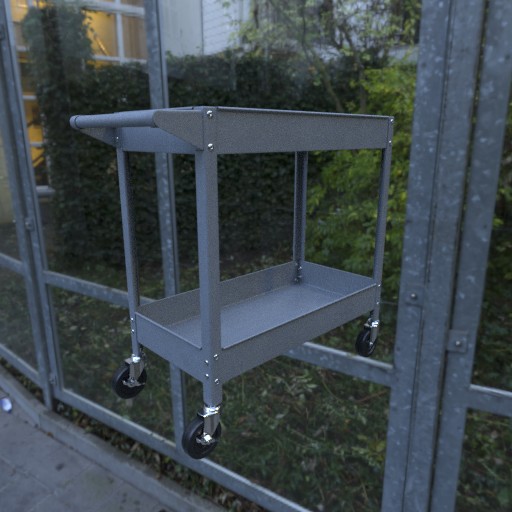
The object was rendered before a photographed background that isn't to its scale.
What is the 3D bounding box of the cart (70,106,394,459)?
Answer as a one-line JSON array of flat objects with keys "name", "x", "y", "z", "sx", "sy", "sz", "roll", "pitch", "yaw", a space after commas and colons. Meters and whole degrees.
[{"name": "cart", "x": 0.000, "y": 0.000, "z": 1.179, "sx": 0.779, "sy": 0.719, "sz": 0.366, "roll": -14, "pitch": 21, "yaw": -42}]
